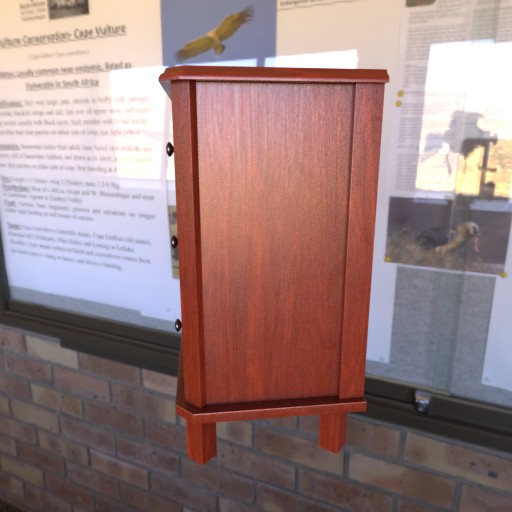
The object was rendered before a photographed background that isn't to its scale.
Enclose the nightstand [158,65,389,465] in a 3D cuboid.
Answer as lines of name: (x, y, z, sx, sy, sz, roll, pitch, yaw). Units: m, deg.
nightstand: (0.000, 0.000, 0.935, 0.351, 0.681, 0.435, -2, 15, -7)
